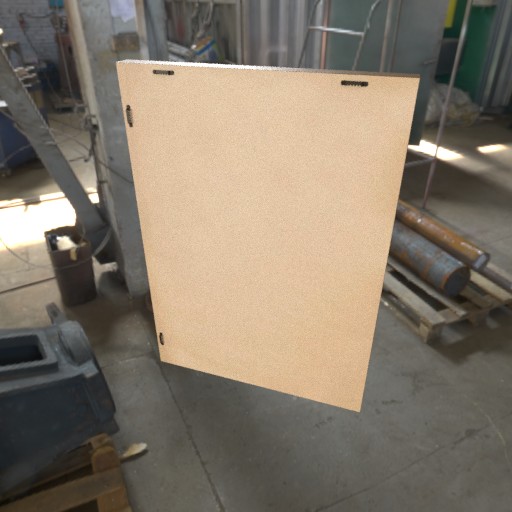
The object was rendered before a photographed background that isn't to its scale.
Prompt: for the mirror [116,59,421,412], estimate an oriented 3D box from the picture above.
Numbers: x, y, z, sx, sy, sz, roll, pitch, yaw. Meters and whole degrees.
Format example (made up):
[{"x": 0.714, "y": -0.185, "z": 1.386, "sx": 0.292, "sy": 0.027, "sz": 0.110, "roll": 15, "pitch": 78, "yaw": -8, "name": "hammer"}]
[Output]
[{"x": 0.000, "y": 0.000, "z": 0.900, "sx": 0.507, "sy": 0.710, "sz": 0.040, "roll": 10, "pitch": 32, "yaw": 16, "name": "mirror"}]
